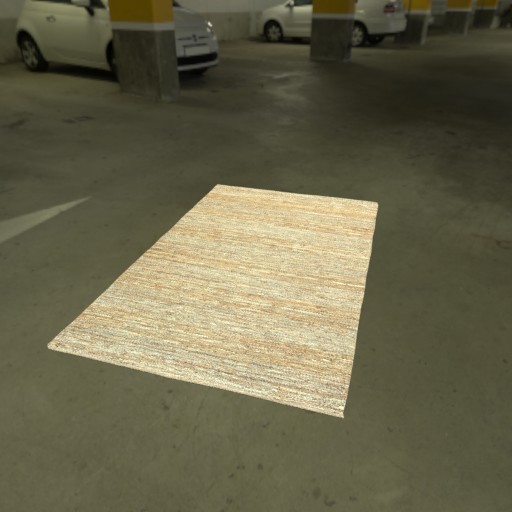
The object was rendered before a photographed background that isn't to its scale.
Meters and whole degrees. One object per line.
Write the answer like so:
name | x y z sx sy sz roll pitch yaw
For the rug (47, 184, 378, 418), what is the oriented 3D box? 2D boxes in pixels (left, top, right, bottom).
rug | 0.000 0.000 3.090 1.529 0.009 2.446 9 31 15
